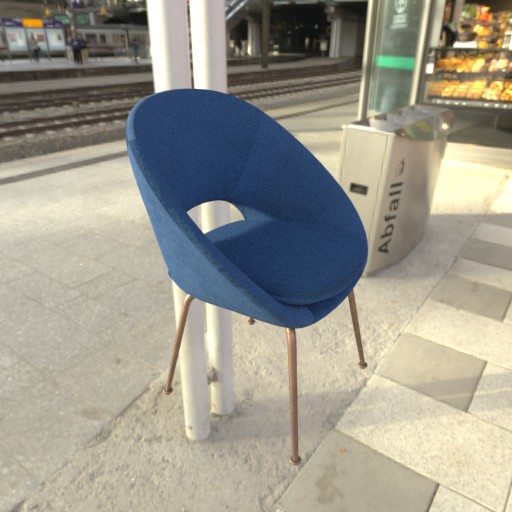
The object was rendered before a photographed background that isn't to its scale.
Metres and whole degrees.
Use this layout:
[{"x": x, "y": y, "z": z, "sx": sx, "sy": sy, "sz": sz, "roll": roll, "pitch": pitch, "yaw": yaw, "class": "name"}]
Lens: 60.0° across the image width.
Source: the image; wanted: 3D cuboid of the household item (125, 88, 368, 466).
[{"x": 0.000, "y": 0.000, "z": 1.242, "sx": 0.573, "sy": 0.852, "sz": 0.623, "roll": 16, "pitch": 30, "yaw": 31, "class": "household item"}]
